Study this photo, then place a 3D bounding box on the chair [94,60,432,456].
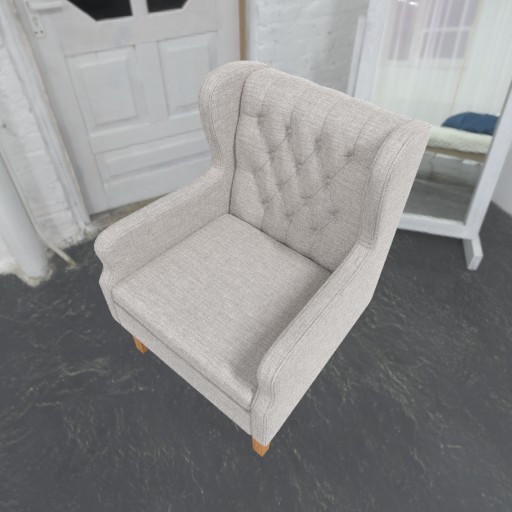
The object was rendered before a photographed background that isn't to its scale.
[{"bbox_3d":[0.000,0.000,1.441,0.710,0.930,0.760,32,54,26],"label":"chair"}]
